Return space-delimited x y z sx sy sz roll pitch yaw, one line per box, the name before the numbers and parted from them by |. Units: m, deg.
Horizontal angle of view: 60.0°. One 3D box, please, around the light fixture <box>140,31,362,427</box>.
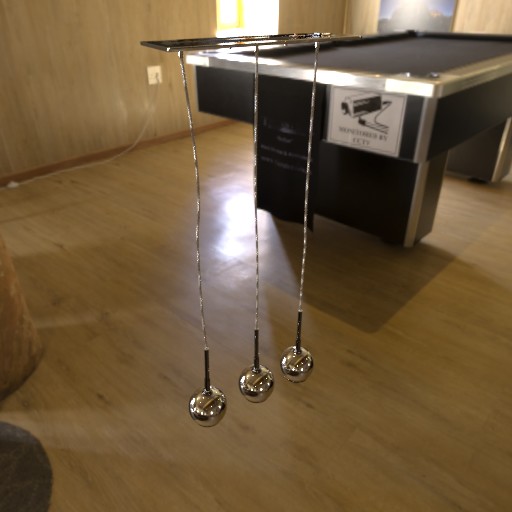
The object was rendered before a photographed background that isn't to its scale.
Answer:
light fixture | 0.000 0.000 1.593 0.623 1.408 0.188 -18 35 -27
